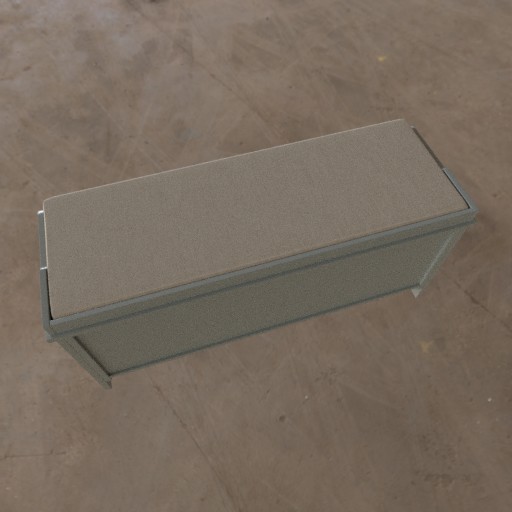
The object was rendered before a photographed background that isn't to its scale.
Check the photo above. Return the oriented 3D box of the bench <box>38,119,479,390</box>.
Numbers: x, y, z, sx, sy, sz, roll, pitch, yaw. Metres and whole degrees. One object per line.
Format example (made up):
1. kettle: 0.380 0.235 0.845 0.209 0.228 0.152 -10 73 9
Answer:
1. bench: 0.000 0.000 1.388 1.140 0.501 0.398 -15 59 -9
